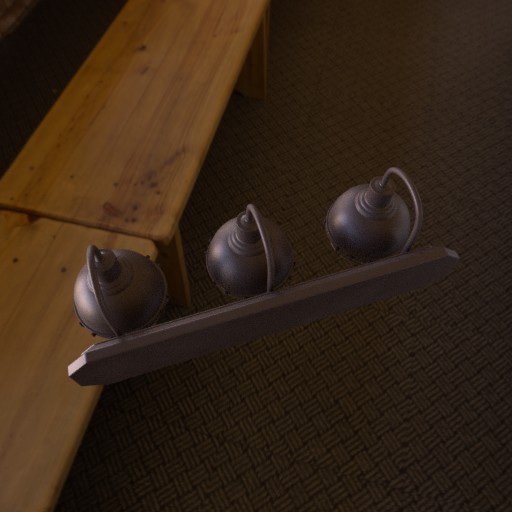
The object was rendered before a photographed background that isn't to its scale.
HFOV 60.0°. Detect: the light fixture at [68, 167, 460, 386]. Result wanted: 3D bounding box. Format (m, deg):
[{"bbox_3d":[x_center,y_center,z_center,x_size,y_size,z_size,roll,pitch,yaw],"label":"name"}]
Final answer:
[{"bbox_3d":[0.000,0.000,0.743,0.634,0.254,0.229,-16,60,-9],"label":"light fixture"}]
